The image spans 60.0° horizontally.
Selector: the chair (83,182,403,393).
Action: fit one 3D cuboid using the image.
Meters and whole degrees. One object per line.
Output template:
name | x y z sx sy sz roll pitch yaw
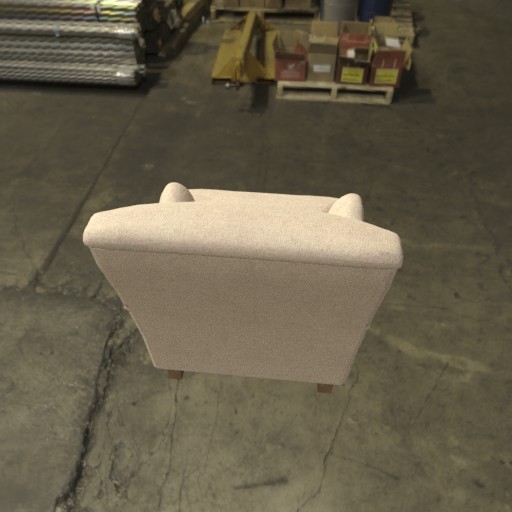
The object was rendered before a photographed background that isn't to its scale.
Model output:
chair | 0.000 0.000 1.853 0.879 1.119 0.953 4 47 4
